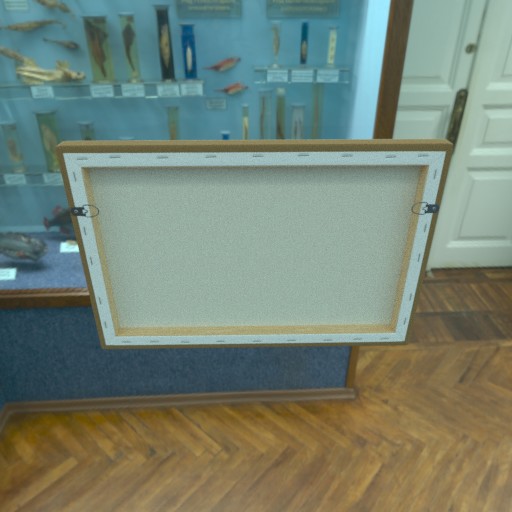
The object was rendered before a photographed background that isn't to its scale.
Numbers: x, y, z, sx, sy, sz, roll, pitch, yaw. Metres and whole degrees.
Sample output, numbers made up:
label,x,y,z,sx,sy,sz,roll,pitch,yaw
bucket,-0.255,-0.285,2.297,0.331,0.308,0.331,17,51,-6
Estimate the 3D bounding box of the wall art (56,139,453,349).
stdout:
label,x,y,z,sx,sy,sz,roll,pitch,yaw
wall art,0.000,0.000,0.492,0.380,0.254,0.019,-1,30,-1
